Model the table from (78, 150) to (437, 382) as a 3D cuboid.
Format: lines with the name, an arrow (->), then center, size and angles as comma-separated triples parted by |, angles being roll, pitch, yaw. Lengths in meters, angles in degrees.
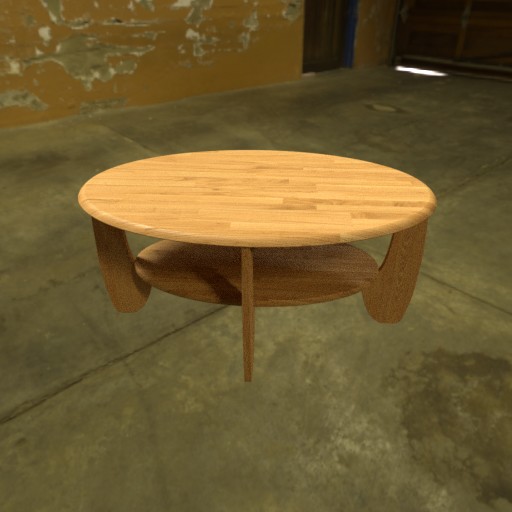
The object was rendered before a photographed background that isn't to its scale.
table -> 0.000, 0.000, 1.426 | 1.040, 0.490, 0.690 | 2, 31, 3
